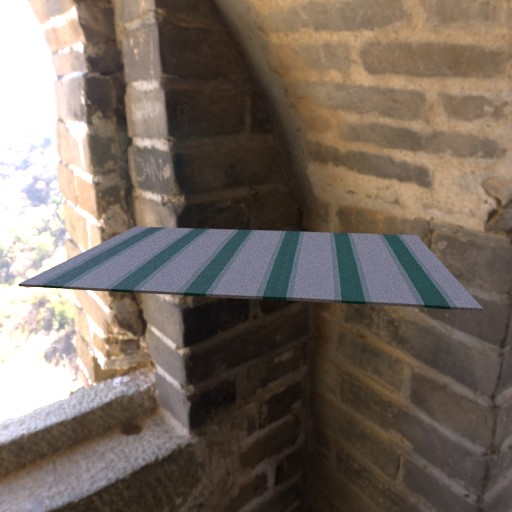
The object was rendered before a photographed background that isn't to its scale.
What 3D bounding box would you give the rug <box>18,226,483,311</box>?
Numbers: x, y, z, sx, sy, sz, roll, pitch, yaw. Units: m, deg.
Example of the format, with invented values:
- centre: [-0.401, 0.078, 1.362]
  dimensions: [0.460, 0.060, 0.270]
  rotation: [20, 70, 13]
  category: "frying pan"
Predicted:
- centre: [0.000, 0.000, 2.291]
  dimensions: [1.829, 0.012, 1.210]
  rotation: [2, 16, 8]
  category: "rug"
